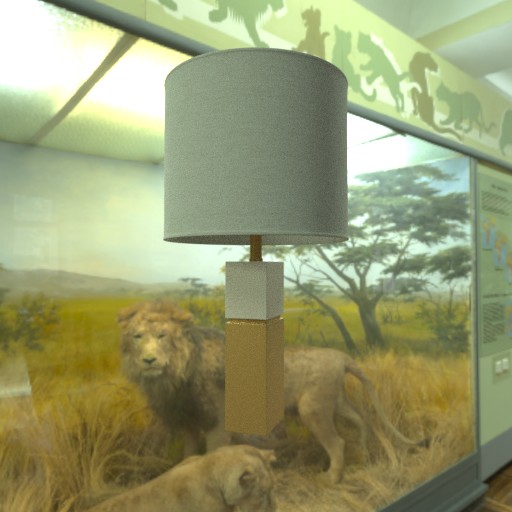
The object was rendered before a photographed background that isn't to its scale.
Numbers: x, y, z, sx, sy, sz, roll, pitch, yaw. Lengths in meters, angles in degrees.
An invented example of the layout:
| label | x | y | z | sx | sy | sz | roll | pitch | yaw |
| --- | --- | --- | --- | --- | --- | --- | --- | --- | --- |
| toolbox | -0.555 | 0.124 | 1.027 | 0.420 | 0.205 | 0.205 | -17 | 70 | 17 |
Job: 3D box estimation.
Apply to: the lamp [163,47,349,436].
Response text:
| label | x | y | z | sx | sy | sz | roll | pitch | yaw |
| --- | --- | --- | --- | --- | --- | --- | --- | --- | --- |
| lamp | 0.000 | 0.000 | 0.557 | 0.229 | 0.417 | 0.229 | 0 | -1 | 19 |
